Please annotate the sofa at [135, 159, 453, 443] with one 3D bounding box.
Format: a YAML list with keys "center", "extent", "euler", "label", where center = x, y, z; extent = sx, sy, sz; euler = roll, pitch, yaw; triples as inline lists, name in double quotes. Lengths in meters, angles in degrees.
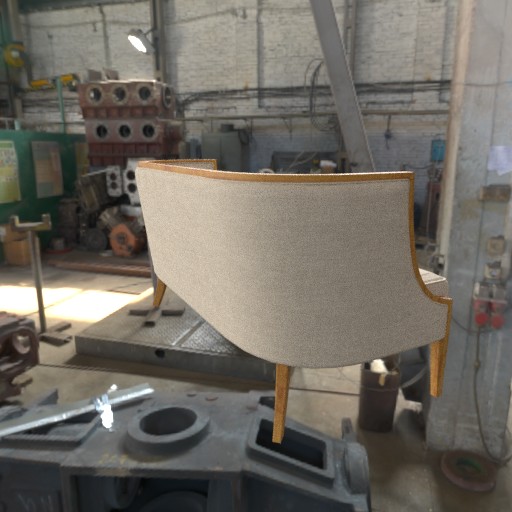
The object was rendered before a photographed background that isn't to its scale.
- center: [0.000, 0.000, 1.908]
  extent: [0.770, 0.775, 1.474]
  euler: [-7, 16, -27]
  label: "sofa"
